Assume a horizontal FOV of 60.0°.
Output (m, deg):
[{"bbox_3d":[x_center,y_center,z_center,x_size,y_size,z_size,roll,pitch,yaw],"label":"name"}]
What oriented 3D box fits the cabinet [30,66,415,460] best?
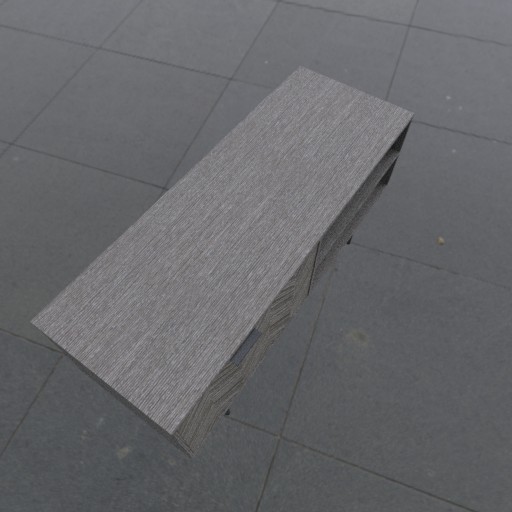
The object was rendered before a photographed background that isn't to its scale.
[{"bbox_3d":[0.000,0.000,1.593,0.500,0.599,1.300,31,63,18],"label":"cabinet"}]
